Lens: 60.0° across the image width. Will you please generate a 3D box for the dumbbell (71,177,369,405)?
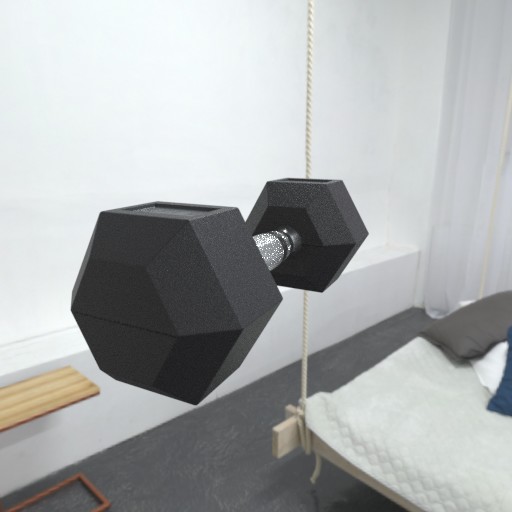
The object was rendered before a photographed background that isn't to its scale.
[{"bbox_3d":[0.000,0.000,0.420,0.141,0.123,0.356,7,16,26],"label":"dumbbell"}]
